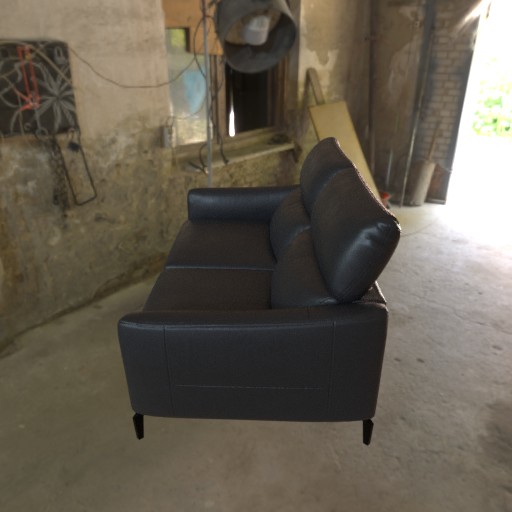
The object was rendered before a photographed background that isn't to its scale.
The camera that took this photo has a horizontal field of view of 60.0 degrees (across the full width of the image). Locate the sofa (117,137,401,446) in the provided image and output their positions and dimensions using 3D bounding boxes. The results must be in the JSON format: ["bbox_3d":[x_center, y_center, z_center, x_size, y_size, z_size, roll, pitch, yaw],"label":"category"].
[{"bbox_3d":[0.000,0.000,2.188,0.958,0.920,1.596,1,25,1],"label":"sofa"}]
